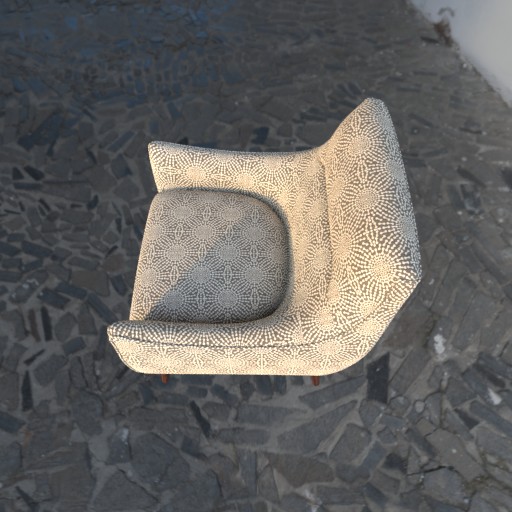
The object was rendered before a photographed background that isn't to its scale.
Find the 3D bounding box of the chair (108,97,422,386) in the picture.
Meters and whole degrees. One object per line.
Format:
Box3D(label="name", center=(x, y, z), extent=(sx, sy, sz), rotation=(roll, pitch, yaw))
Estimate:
Box3D(label="chair", center=(0.000, 0.000, 1.480), extent=(0.787, 0.838, 0.762), rotation=(1, 57, 1))
